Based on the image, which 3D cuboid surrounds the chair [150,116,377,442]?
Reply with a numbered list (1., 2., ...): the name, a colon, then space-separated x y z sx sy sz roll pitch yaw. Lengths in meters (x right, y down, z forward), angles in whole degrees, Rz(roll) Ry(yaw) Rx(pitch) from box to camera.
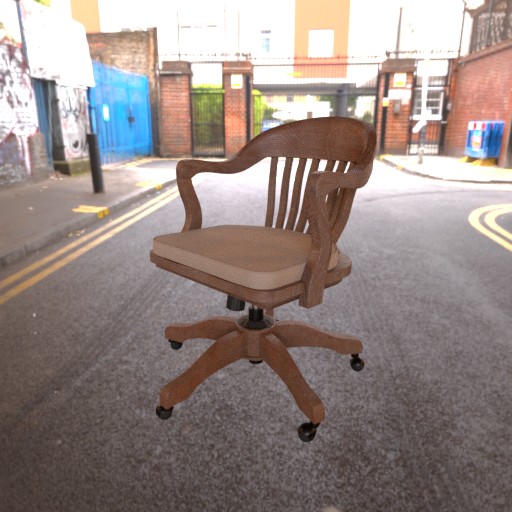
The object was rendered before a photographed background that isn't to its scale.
1. chair: 0.000 0.000 1.450 0.750 0.878 0.788 16 23 43
